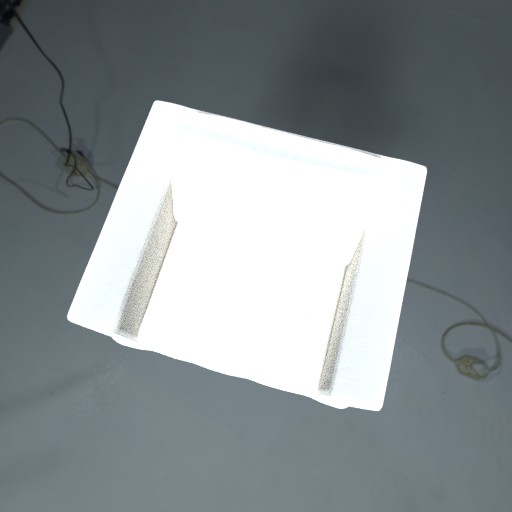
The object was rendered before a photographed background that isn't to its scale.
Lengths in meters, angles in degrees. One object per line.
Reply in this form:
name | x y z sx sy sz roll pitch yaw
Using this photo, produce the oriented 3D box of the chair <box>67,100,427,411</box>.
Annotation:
chair | 0.000 0.000 1.810 1.150 0.878 0.957 15 74 4
